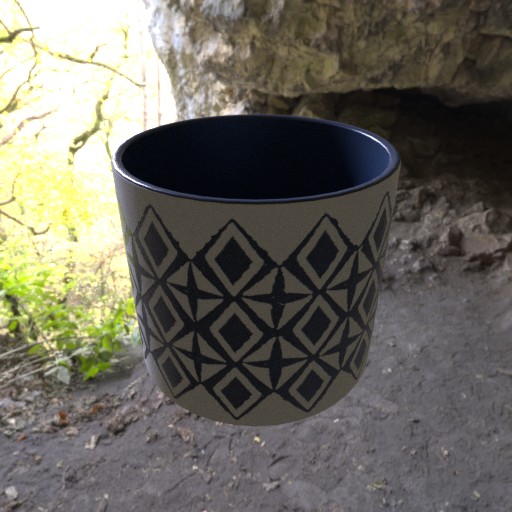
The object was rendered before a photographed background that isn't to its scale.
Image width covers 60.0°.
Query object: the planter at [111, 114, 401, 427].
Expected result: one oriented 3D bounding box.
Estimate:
[{"bbox_3d":[0.000,0.000,0.328,0.182,0.165,0.182,0,31,0],"label":"planter"}]
